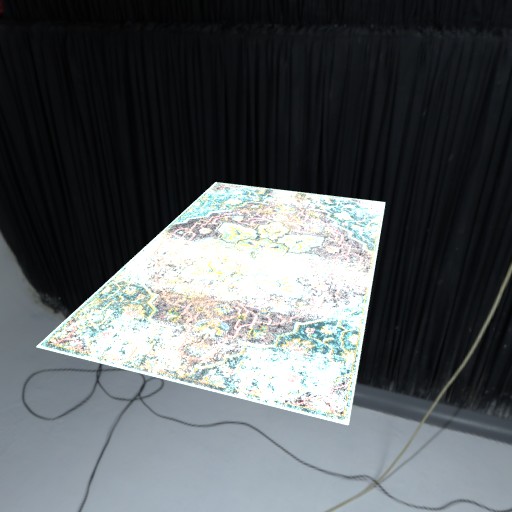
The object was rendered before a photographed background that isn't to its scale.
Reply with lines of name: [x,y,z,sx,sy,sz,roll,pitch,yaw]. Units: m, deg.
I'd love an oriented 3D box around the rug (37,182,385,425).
rug: [0.000,0.000,2.939,1.566,0.004,2.363,10,32,16]
